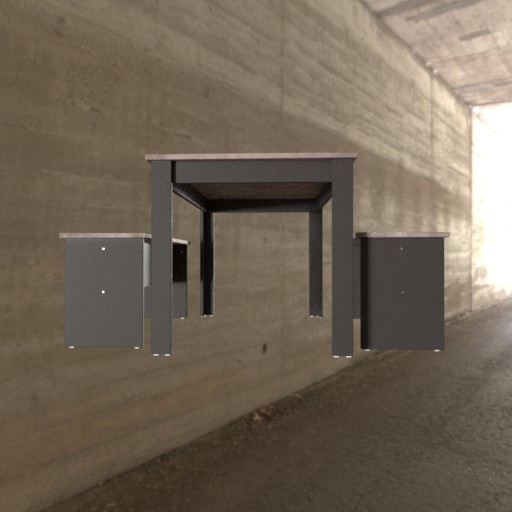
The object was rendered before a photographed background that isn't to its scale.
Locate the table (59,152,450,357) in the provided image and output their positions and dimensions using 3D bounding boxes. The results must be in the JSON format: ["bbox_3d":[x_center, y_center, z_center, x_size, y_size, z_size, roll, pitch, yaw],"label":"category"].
[{"bbox_3d":[0.000,0.000,2.065,1.443,0.700,1.100,0,0,3],"label":"table"}]
